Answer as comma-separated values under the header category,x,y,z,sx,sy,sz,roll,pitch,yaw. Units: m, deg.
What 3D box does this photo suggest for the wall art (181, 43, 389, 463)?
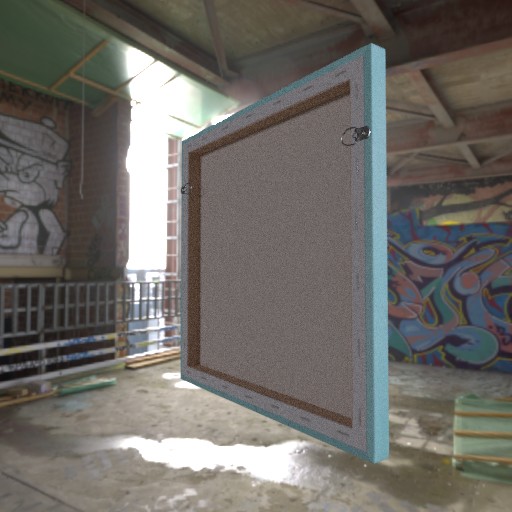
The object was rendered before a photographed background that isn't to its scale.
category,x,y,z,sx,sy,sz,roll,pitch,yaw
wall art,0.000,0.000,1.568,0.070,1.073,1.071,1,-2,-36
